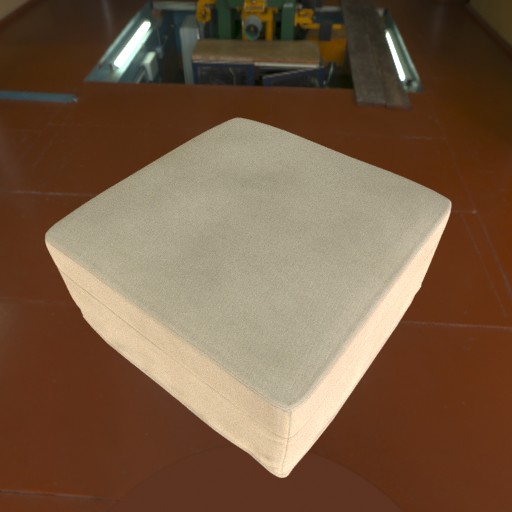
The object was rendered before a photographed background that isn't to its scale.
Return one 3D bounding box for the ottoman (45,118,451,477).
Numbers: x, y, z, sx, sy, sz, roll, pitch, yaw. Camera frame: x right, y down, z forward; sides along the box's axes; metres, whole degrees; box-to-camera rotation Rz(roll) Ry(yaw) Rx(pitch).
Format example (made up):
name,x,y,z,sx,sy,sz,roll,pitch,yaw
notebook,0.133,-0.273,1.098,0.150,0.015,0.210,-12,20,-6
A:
name,x,y,z,sx,sy,sz,roll,pitch,yaw
ottoman,0.000,0.000,1.340,0.842,0.441,0.843,29,52,26
